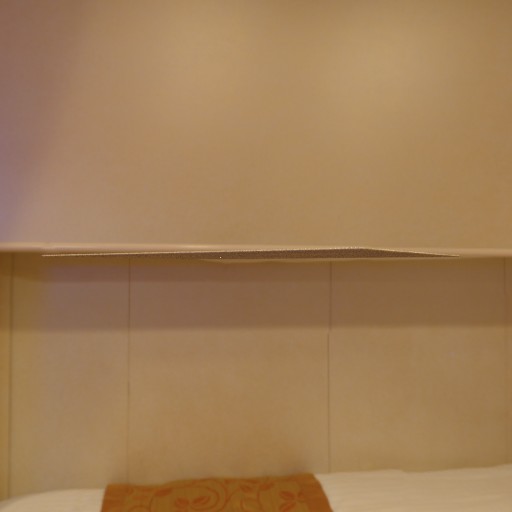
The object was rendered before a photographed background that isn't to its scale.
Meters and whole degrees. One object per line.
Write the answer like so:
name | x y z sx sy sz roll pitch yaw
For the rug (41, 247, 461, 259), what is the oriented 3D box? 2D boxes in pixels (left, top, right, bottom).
rug | 0.000 0.000 4.080 3.034 0.012 2.406 -1 -1 36
